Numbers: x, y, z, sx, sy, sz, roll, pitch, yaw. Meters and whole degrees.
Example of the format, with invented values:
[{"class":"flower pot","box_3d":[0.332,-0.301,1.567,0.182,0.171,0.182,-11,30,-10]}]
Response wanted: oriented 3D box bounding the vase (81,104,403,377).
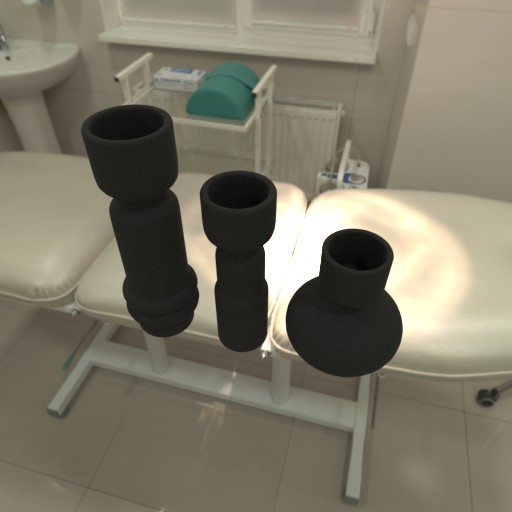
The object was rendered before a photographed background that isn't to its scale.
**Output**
[{"class":"vase","box_3d":[0.000,0.000,0.431,0.307,0.249,0.120,10,43,11]}]
